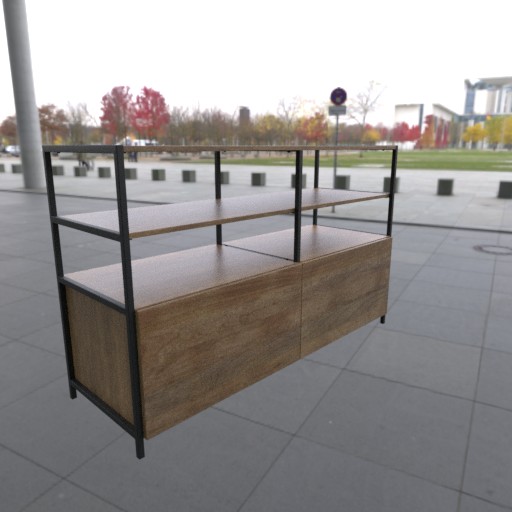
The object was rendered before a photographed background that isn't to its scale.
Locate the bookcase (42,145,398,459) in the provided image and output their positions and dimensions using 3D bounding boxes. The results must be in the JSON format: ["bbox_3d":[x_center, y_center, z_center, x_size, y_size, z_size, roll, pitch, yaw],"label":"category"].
[{"bbox_3d":[0.000,0.000,1.469,0.391,0.712,1.149,13,19,43],"label":"bookcase"}]
